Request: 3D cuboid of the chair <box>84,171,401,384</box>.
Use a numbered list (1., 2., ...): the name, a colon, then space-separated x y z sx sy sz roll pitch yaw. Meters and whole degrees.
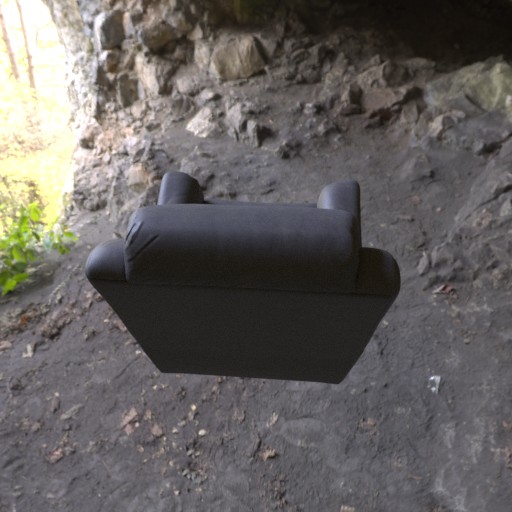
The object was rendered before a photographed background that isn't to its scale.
1. chair: 0.000 0.000 1.859 0.967 1.116 1.068 3 46 3
